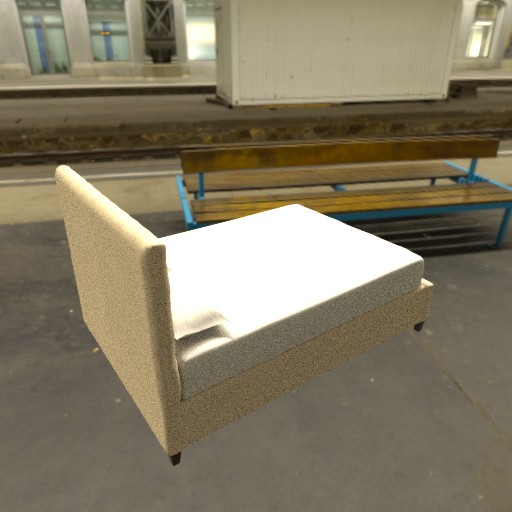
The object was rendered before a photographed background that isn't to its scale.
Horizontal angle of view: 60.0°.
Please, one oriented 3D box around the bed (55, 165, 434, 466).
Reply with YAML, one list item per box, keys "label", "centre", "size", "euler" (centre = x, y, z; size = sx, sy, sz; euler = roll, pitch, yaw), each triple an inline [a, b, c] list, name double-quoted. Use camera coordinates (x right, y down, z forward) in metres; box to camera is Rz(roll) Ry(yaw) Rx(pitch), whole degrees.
- label: "bed"
  centre: [0.000, 0.000, 3.477]
  size: [2.387, 1.427, 1.698]
  euler: [-17, 31, -31]
